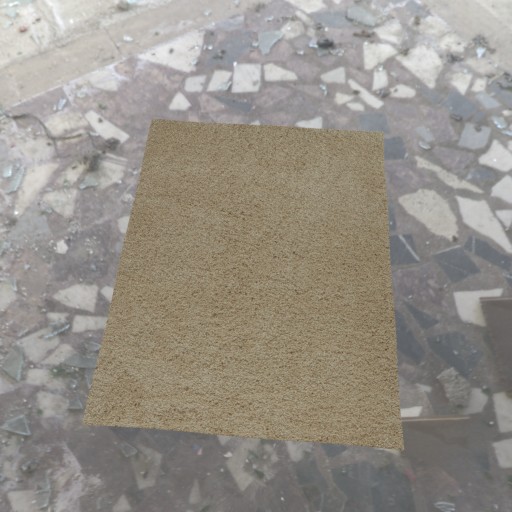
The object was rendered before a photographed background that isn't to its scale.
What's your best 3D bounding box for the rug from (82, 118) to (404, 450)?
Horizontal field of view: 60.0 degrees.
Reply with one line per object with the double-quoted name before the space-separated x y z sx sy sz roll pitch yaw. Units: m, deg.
"rug" 0.000 0.000 3.942 2.400 0.025 3.000 4 64 2
